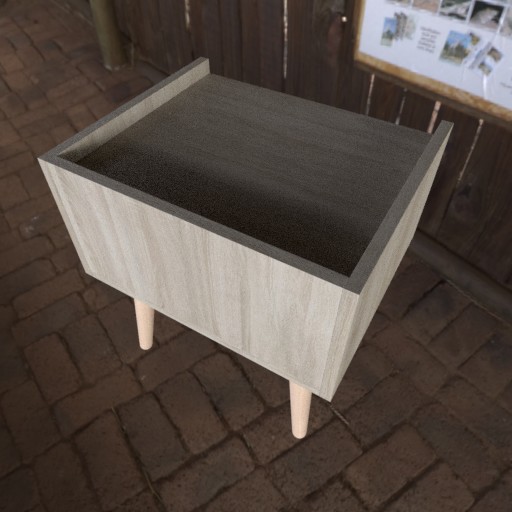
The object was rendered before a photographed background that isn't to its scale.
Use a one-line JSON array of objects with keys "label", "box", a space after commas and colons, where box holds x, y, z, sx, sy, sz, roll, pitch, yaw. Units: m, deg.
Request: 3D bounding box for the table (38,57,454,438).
[{"label": "table", "box": [0.000, 0.000, 0.785, 0.450, 0.470, 0.370, 23, 51, 20]}]
